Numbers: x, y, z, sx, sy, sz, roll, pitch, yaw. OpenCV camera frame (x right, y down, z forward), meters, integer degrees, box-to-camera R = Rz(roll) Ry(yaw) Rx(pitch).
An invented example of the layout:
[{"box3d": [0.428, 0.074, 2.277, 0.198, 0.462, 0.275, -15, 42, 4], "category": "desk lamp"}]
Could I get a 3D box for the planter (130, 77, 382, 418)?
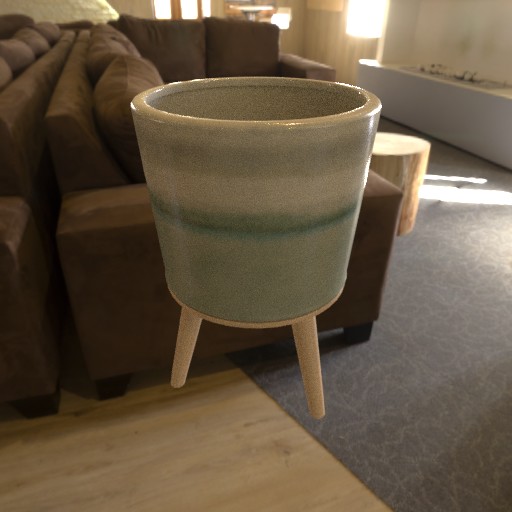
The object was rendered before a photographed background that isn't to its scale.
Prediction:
[{"box3d": [0.000, 0.000, 0.580, 0.265, 0.404, 0.265, -1, 30, -1], "category": "planter"}]
